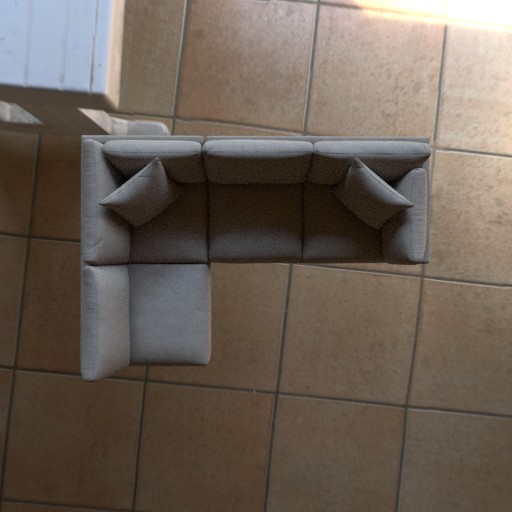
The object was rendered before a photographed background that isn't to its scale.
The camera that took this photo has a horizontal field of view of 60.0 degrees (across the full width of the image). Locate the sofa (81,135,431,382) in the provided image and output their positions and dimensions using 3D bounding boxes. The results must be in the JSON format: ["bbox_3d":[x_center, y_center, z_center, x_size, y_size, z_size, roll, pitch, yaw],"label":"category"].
[{"bbox_3d":[0.000,0.000,3.853,2.896,0.978,1.994,0,90,-1],"label":"sofa"}]
